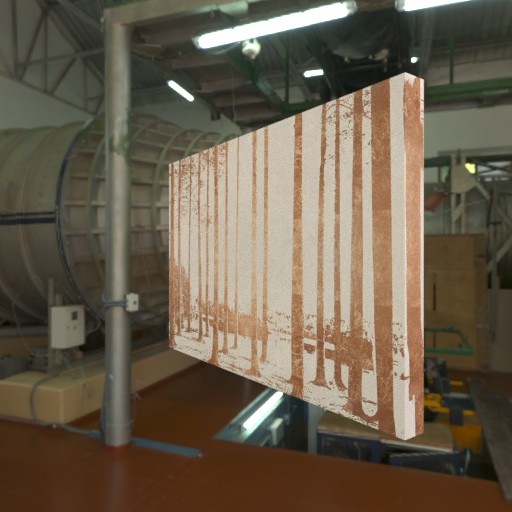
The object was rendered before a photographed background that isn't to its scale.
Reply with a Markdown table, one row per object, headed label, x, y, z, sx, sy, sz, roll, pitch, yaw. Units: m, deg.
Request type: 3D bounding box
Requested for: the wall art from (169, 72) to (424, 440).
| label | x | y | z | sx | sy | sz | roll | pitch | yaw |
| --- | --- | --- | --- | --- | --- | --- | --- | --- | --- |
| wall art | 0.000 | 0.000 | 0.744 | 0.035 | 0.405 | 0.609 | 0 | 0 | -36 |
